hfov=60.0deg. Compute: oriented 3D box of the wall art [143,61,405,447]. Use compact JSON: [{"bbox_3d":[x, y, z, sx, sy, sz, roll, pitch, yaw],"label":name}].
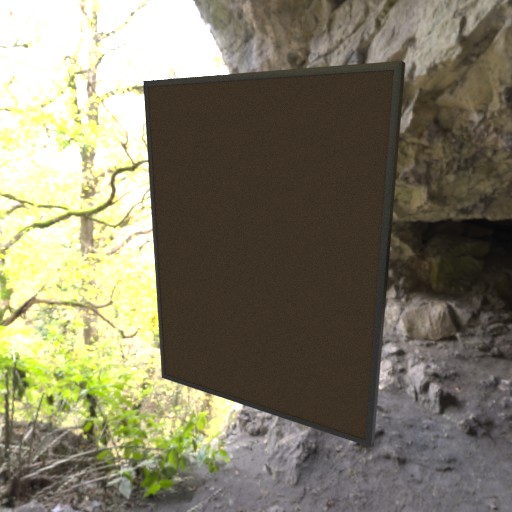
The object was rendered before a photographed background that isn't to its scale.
[{"bbox_3d":[0.000,0.000,1.381,0.803,1.062,0.041,8,17,28],"label":"wall art"}]
